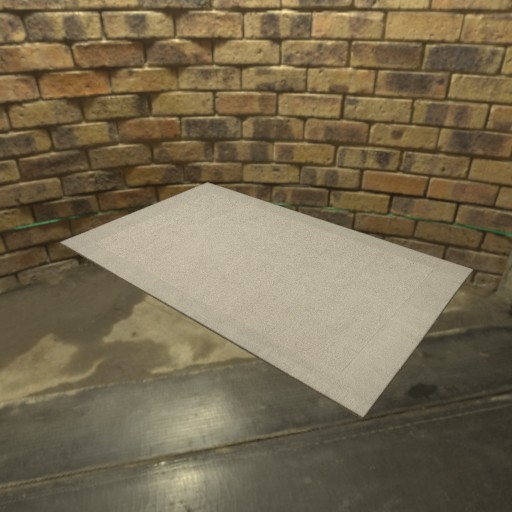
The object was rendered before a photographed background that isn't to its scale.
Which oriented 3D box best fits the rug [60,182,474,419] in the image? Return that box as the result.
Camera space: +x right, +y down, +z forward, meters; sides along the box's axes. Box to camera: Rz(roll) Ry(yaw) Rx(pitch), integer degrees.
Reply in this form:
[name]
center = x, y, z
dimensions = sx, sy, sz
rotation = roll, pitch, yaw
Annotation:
[rug]
center = 0.000, 0.000, 3.058
dimensions = 2.438, 0.014, 1.524
rotation = 23, 38, 33
